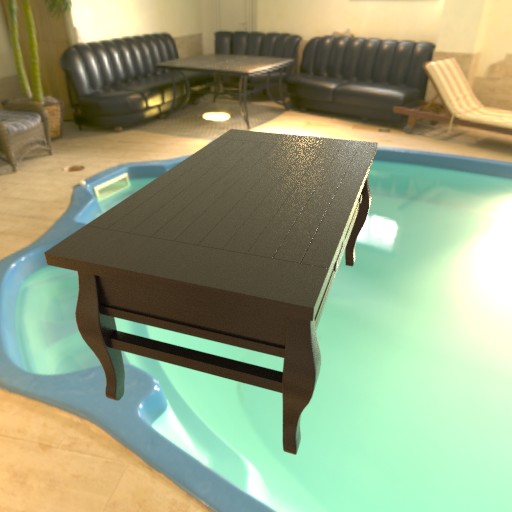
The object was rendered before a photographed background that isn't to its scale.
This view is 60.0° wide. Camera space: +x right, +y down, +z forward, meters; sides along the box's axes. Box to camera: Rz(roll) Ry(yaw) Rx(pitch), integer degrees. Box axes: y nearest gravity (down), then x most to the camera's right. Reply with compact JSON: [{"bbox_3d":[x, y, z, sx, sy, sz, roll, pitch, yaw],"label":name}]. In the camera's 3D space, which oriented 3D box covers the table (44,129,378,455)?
[{"bbox_3d":[0.000,0.000,1.413,0.600,0.494,1.062,10,32,16],"label":"table"}]
